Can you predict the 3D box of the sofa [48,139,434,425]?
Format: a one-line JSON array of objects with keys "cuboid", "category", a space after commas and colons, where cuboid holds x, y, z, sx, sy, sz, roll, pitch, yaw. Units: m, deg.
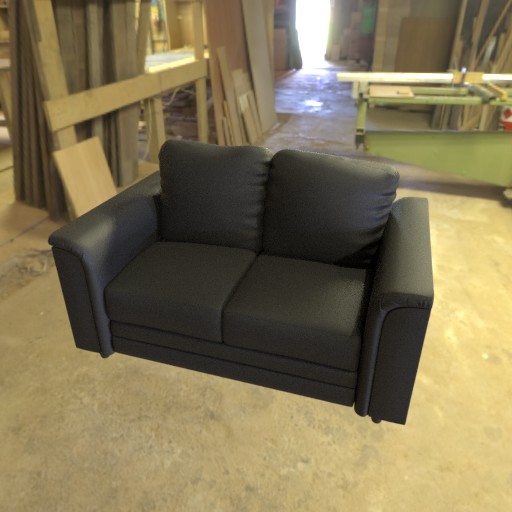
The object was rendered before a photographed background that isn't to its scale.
[{"cuboid": [0.000, 0.000, 1.947, 1.386, 0.845, 0.887, 9, 29, 16], "category": "sofa"}]
